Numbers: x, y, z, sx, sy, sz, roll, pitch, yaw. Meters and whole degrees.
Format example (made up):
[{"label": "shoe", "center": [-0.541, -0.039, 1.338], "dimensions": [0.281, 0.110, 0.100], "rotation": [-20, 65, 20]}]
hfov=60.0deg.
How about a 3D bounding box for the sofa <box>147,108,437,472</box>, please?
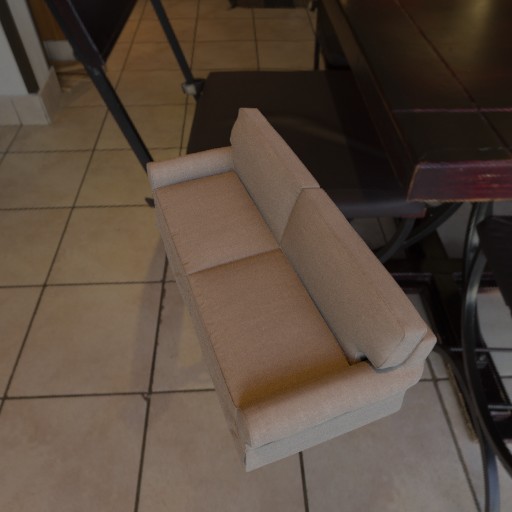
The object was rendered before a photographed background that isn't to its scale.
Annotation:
[{"label": "sofa", "center": [0.000, 0.000, 2.811], "dimensions": [0.991, 0.943, 2.248], "rotation": [-16, 49, -14]}]
